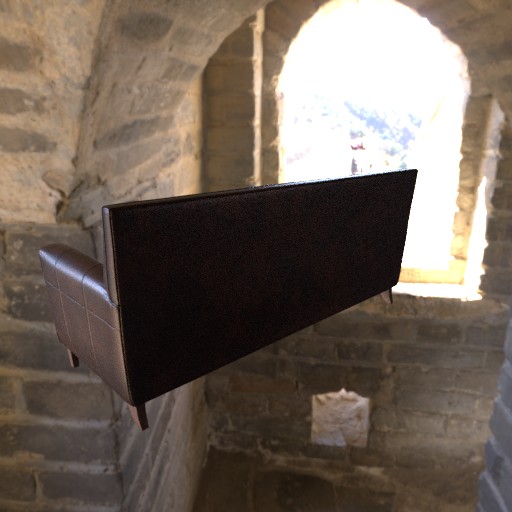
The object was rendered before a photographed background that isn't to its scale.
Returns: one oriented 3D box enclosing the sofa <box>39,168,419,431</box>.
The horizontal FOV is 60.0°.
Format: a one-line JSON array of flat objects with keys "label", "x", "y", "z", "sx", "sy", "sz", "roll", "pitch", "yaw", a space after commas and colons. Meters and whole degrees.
[{"label": "sofa", "x": 0.000, "y": 0.000, "z": 2.405, "sx": 1.995, "sy": 0.871, "sz": 0.786, "roll": -15, "pitch": 22, "yaw": -42}]
